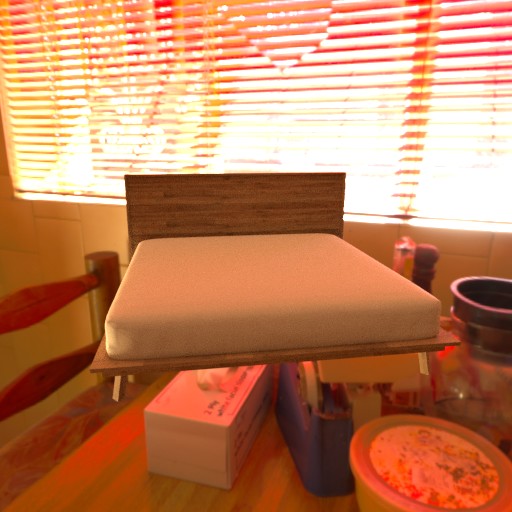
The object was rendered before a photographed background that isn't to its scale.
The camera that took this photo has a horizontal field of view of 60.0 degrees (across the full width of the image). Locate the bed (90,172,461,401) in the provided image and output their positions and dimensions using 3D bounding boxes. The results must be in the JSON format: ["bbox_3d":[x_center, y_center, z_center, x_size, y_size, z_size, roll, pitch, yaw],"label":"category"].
[{"bbox_3d":[0.000,0.000,3.365,2.116,1.100,2.167,-2,15,-9],"label":"bed"}]
